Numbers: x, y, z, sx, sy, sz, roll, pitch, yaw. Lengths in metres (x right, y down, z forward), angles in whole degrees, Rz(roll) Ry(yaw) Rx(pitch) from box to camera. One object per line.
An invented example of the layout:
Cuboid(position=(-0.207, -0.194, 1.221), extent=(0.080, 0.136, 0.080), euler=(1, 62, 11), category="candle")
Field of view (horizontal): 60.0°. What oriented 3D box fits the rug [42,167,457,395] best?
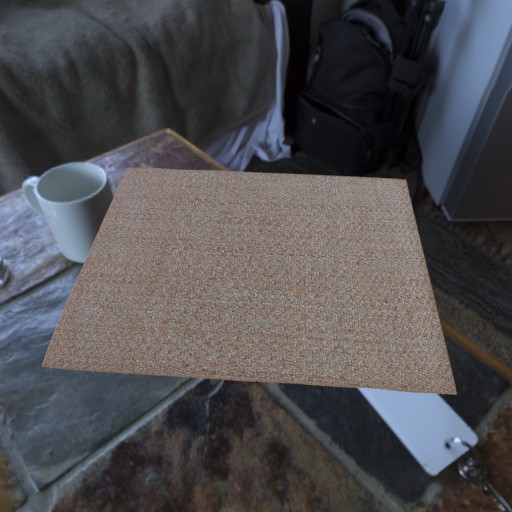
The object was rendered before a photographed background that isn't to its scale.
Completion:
Cuboid(position=(0.000, 0.000, 4.008), extent=(3.048, 0.013, 2.439), euler=(3, 48, 3), category="rug")
